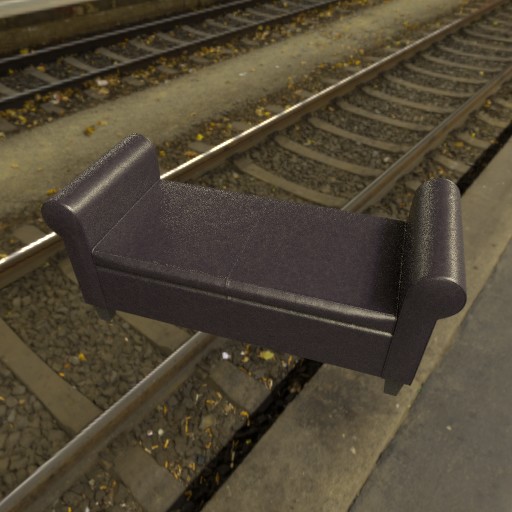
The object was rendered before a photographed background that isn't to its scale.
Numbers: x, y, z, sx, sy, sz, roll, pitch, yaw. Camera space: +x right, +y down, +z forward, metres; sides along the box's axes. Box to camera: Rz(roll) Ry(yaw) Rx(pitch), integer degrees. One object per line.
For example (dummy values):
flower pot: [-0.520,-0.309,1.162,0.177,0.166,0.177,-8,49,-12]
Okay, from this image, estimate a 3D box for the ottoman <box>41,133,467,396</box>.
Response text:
ottoman: [0.000,0.000,1.562,1.256,0.547,0.521,12,41,13]
